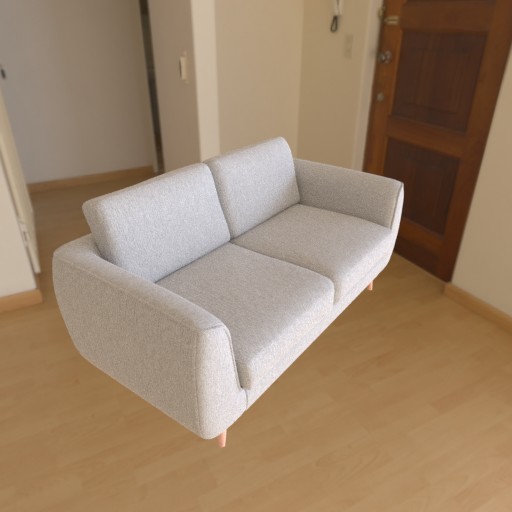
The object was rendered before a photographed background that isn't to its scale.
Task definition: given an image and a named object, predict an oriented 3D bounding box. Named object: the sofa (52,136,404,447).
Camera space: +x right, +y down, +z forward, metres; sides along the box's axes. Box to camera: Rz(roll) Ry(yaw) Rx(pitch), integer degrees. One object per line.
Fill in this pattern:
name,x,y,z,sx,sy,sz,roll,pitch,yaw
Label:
sofa,0.000,0.000,2.191,0.920,0.850,1.700,20,34,32
